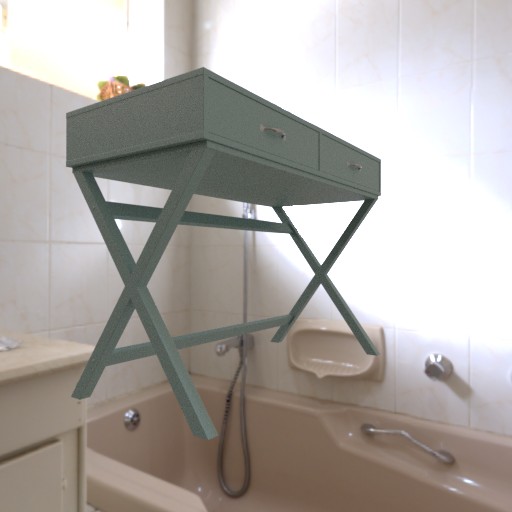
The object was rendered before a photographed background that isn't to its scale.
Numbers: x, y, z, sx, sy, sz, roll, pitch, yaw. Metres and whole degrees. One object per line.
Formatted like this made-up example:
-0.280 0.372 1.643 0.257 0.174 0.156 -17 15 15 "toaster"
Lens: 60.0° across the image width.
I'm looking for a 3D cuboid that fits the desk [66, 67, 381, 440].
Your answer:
0.000 0.000 1.490 0.525 0.780 1.057 0 0 35 "desk"
